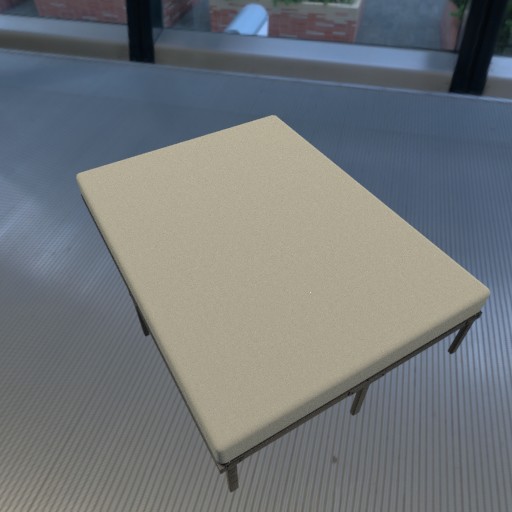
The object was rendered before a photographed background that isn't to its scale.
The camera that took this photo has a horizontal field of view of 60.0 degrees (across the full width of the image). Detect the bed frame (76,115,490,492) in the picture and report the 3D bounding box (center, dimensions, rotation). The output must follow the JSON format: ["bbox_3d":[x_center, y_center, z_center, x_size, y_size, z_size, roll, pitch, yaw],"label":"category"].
[{"bbox_3d":[0.000,0.000,3.482,1.990,0.680,2.635,-23,50,-21],"label":"bed frame"}]
